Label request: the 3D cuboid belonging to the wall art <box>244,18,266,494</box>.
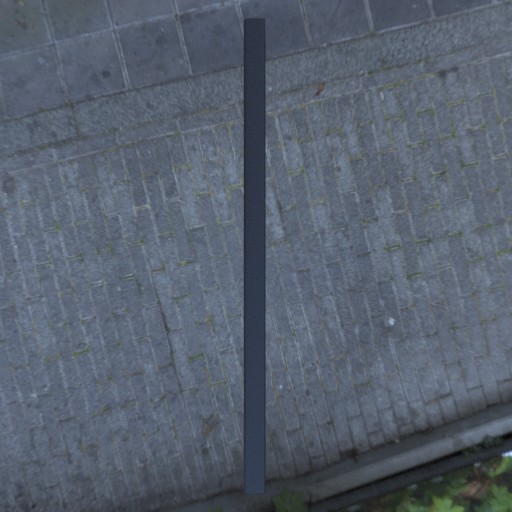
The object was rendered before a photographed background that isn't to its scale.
[{"bbox_3d":[0.000,0.000,0.651,0.022,0.453,0.456,0,90,0],"label":"wall art"}]
